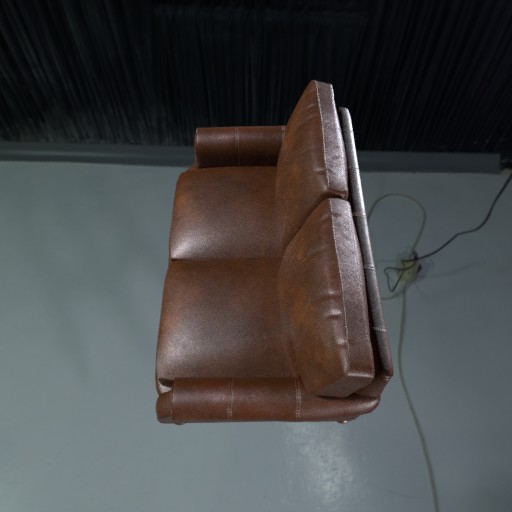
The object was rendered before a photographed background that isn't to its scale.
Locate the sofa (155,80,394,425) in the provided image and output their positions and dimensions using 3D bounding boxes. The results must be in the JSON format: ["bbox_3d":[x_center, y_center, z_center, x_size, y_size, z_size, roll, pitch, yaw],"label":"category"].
[{"bbox_3d":[0.000,0.000,2.214,0.990,0.976,1.616,0,58,0],"label":"sofa"}]
